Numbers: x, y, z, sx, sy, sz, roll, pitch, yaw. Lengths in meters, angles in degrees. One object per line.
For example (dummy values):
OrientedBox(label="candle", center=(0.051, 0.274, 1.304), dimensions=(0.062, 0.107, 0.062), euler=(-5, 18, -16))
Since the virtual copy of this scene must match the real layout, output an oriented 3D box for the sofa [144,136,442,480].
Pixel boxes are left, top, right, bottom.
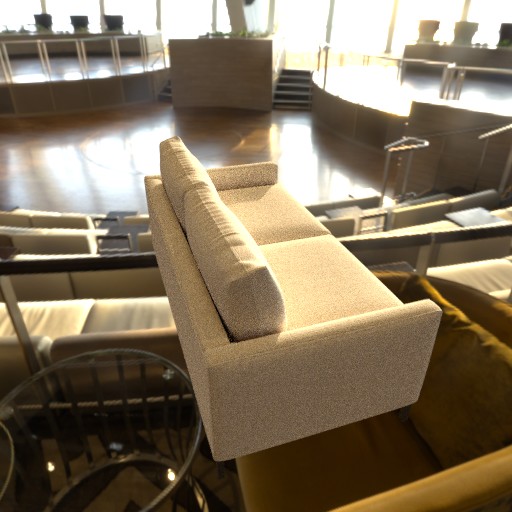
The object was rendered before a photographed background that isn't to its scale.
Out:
OrientedBox(label="sofa", center=(0.000, 0.000, 2.121), dimensions=(0.839, 0.812, 1.651), euler=(-10, 32, -16))
